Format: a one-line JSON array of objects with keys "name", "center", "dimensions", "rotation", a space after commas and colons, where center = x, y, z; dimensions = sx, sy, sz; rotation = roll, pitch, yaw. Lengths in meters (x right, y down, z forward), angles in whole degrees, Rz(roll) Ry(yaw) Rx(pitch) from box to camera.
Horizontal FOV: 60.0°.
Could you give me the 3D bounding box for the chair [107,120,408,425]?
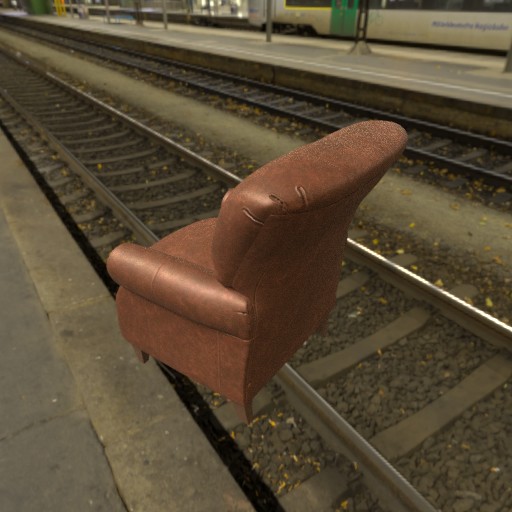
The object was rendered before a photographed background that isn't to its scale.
[{"name": "chair", "center": [0.000, 0.000, 1.941], "dimensions": [1.031, 1.162, 0.979], "rotation": [19, 35, 29]}]
